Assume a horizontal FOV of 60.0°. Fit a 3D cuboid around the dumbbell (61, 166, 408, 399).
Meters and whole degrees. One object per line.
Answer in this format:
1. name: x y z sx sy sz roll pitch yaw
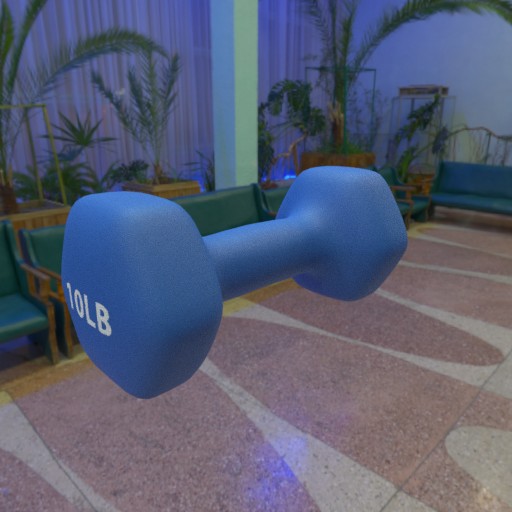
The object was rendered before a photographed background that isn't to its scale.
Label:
1. dumbbell: 0.000 0.000 0.268 0.212 0.093 0.103 -16 23 -40
